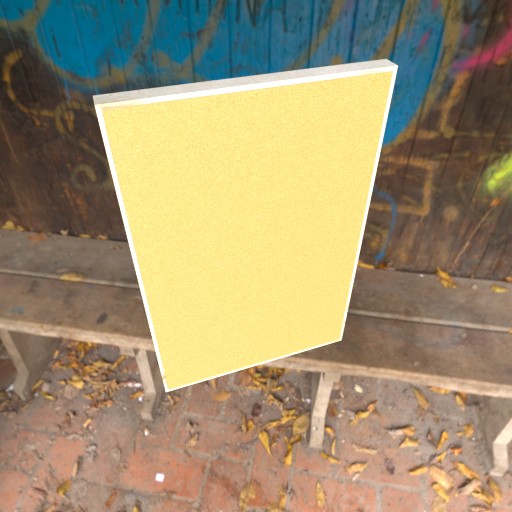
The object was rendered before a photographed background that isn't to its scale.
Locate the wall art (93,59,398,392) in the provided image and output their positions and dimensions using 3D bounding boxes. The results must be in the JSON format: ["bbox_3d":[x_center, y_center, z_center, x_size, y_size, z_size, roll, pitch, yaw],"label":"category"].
[{"bbox_3d":[0.000,0.000,0.971,0.508,0.764,0.038,-13,43,-14],"label":"wall art"}]
